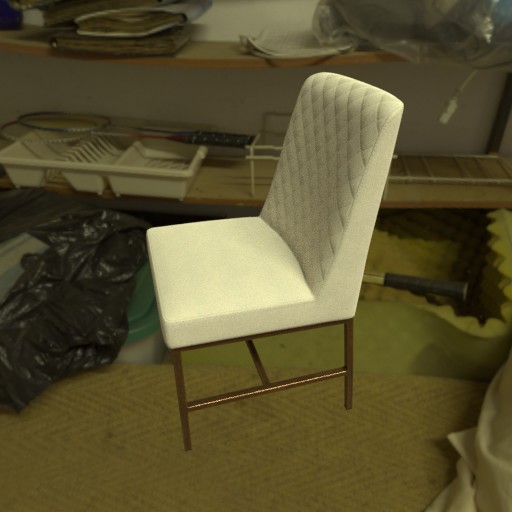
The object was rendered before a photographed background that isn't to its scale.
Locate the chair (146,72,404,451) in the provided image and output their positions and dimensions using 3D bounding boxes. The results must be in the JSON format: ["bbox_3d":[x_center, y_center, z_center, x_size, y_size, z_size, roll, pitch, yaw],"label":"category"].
[{"bbox_3d":[0.000,0.000,1.290,0.597,0.933,0.503,-9,32,-14],"label":"chair"}]
